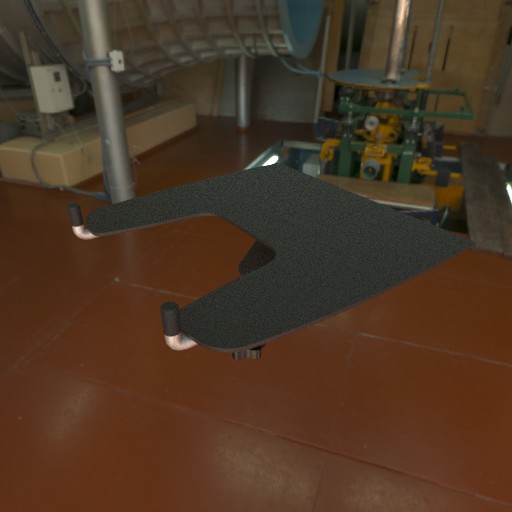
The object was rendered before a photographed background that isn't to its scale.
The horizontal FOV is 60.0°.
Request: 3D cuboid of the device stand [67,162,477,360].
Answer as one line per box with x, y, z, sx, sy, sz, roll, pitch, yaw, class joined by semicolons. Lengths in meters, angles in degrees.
0.000;0.000;0.353;0.230;0.092;0.230;-20;35;-31;device stand
